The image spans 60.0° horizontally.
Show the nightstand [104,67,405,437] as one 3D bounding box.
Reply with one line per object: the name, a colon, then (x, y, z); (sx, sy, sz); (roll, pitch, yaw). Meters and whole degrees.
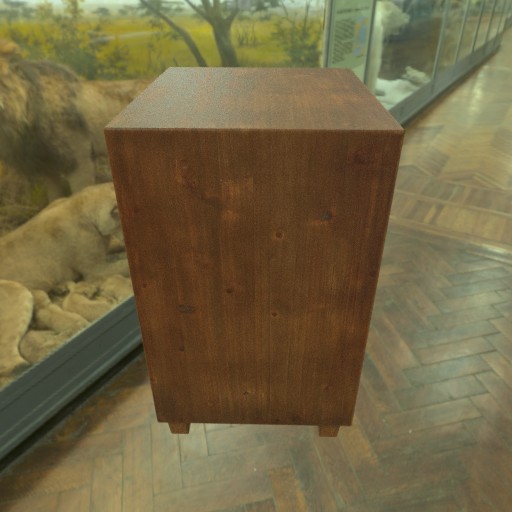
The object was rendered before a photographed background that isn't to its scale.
nightstand: (0.000, 0.000, 0.972); (0.410, 0.695, 0.465); (1, 32, 1)
